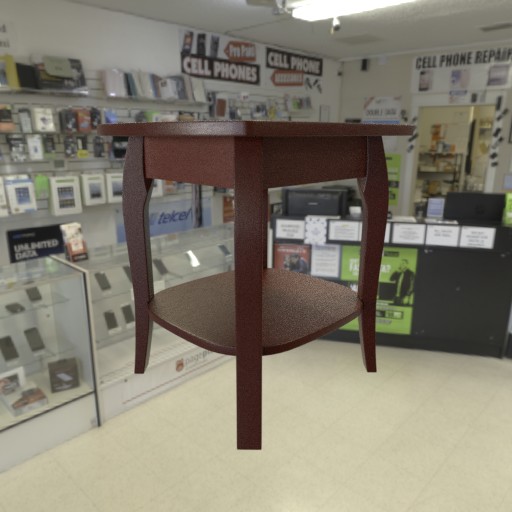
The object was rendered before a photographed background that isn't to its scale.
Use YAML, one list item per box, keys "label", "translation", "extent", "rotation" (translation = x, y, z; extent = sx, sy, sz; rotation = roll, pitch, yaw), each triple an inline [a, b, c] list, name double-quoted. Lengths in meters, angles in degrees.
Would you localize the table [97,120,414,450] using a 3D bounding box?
- label: "table"
  translation: [0.000, 0.000, 0.874]
  extent: [0.502, 0.496, 0.433]
  rotation: [-14, 21, -42]
